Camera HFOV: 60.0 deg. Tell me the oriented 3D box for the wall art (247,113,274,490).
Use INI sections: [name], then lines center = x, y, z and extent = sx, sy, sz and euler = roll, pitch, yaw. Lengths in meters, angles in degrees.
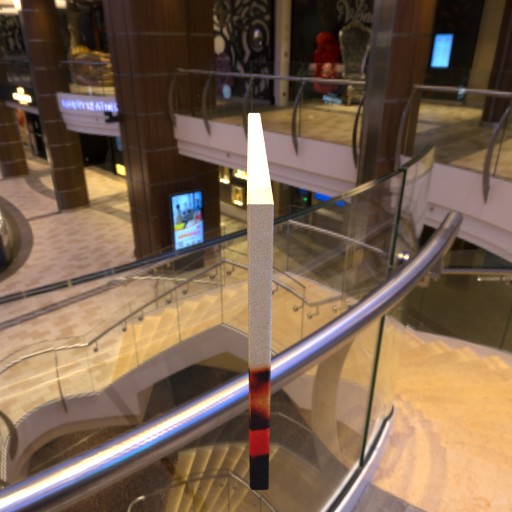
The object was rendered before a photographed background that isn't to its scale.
[wall art]
center = 0.000, 0.000, 1.171
extent = 0.038, 0.602, 0.918
euler = 0, 25, -1
